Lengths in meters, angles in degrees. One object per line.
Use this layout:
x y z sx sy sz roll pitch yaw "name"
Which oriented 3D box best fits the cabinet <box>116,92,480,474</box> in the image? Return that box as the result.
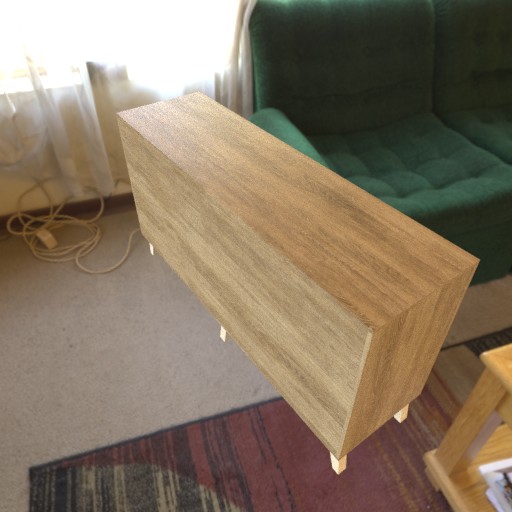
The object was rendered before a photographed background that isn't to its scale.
0.000 0.000 1.964 0.450 0.870 1.600 -26 47 -26 "cabinet"
